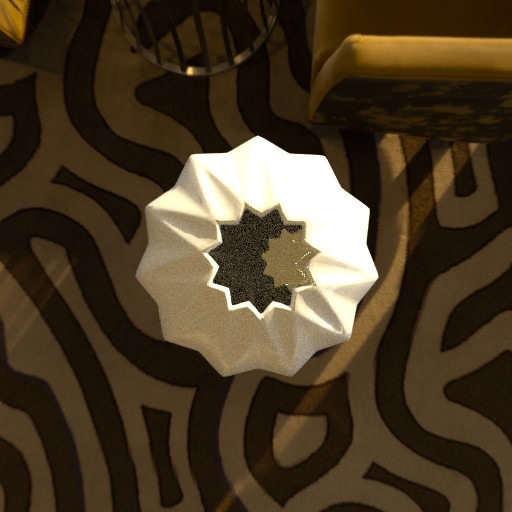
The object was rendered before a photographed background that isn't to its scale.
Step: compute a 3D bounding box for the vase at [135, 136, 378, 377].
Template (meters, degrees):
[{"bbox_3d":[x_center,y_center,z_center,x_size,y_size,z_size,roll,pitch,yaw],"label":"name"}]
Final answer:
[{"bbox_3d":[0.000,0.000,0.255,0.139,0.134,0.139,0,91,-1],"label":"vase"}]
